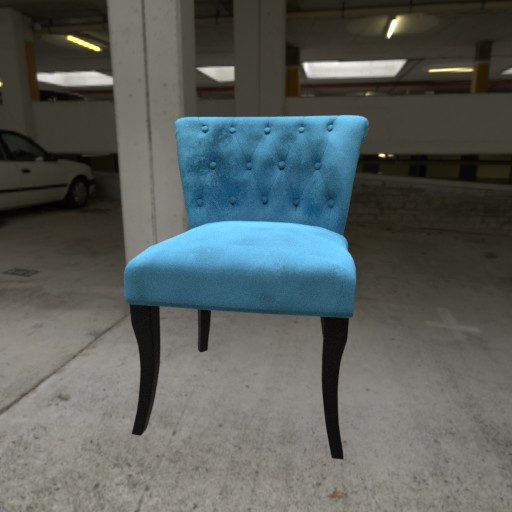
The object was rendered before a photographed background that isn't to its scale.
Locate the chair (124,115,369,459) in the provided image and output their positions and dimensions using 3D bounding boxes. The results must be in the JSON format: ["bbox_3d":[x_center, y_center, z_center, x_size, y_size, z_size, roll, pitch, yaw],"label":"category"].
[{"bbox_3d":[0.000,0.000,1.200,0.582,0.750,0.605,2,14,10],"label":"chair"}]
